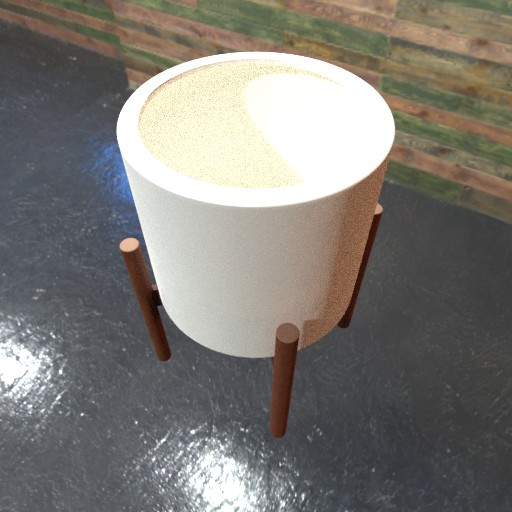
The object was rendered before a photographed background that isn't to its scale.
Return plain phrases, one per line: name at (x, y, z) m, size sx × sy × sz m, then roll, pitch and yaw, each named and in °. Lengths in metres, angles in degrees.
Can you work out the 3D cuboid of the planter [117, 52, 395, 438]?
planter at (0.000, 0.000, 0.495) m, size 0.224 × 0.358 × 0.224 m, roll 26°, pitch 54°, yaw 21°
